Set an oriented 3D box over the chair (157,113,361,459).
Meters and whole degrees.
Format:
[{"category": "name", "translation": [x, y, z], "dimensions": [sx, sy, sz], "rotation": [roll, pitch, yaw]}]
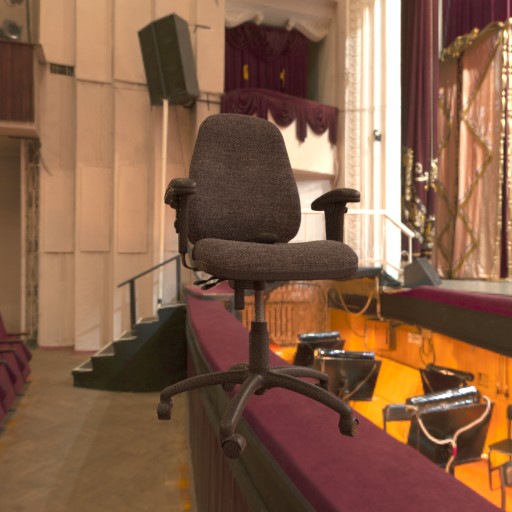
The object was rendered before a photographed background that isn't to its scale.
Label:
[{"category": "chair", "translation": [0.000, 0.000, 1.272], "dimensions": [0.550, 0.910, 0.530], "rotation": [0, 0, -20]}]
